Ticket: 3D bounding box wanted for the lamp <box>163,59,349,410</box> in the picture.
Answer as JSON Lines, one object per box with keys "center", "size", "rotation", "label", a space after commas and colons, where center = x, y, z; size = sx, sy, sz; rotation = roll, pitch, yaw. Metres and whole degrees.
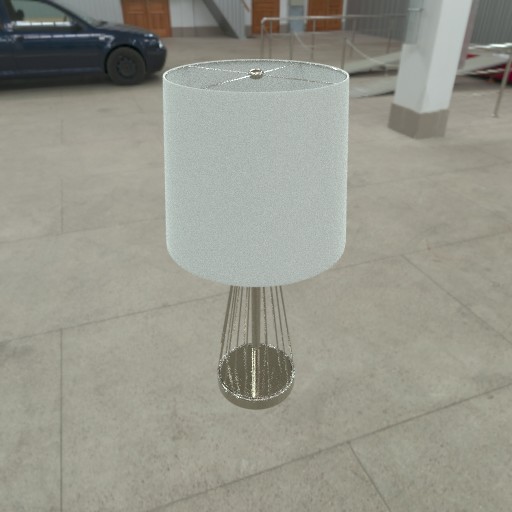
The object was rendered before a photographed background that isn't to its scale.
{"center": [0.000, 0.000, 0.784], "size": [0.303, 0.618, 0.303], "rotation": [0, 32, 0], "label": "lamp"}
